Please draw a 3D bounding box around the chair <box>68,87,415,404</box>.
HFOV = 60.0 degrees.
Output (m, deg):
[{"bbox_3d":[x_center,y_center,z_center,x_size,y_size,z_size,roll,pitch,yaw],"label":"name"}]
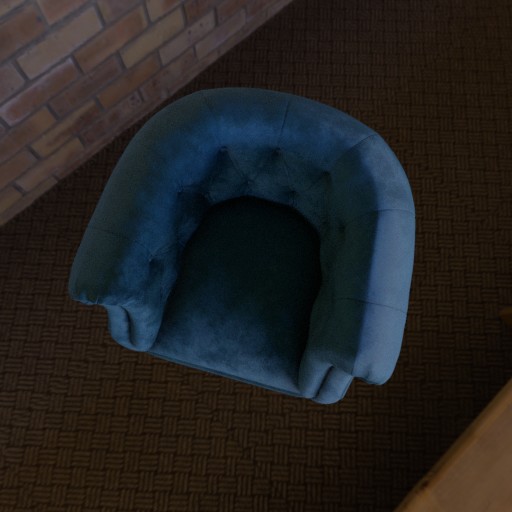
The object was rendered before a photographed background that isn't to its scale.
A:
[{"bbox_3d":[0.000,0.000,1.556,0.904,0.826,0.851,15,76,4],"label":"chair"}]
